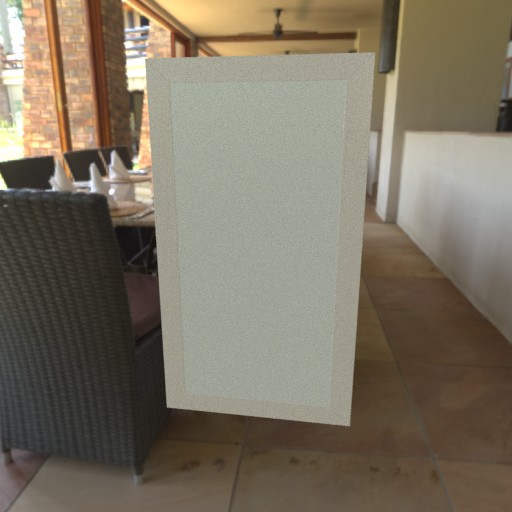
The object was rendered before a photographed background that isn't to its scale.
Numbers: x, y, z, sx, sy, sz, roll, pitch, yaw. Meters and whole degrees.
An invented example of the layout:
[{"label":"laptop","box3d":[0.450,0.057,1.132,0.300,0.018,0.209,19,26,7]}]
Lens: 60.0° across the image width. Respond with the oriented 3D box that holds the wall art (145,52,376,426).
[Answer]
[{"label":"wall art","box3d":[0.000,0.000,0.822,0.380,0.683,0.013,3,16,9]}]
